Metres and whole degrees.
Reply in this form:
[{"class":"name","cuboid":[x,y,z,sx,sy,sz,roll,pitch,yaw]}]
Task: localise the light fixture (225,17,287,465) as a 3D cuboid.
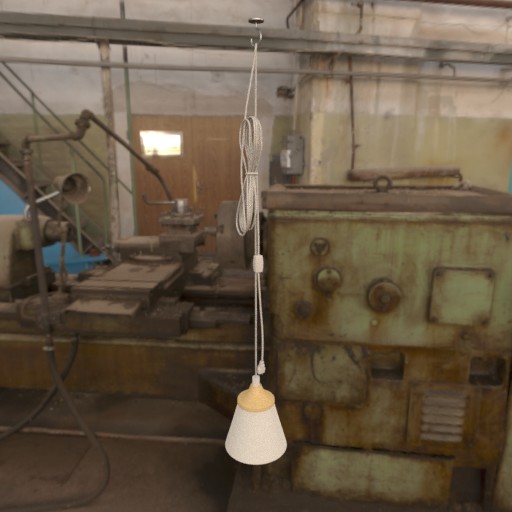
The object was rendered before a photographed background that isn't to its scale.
[{"class":"light fixture","cuboid":[0.000,0.000,0.995,0.153,0.966,0.153,-3,14,-10]}]
